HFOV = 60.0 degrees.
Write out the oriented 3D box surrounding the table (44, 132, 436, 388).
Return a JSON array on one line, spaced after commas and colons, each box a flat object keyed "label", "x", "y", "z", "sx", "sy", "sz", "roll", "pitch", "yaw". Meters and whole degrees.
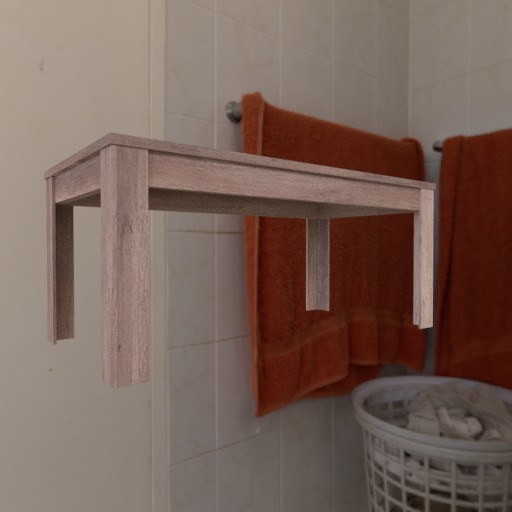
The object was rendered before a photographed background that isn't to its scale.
[{"label": "table", "x": 0.000, "y": 0.000, "z": 2.261, "sx": 1.800, "sy": 0.790, "sz": 0.900, "roll": -1, "pitch": 1, "yaw": -37}]
